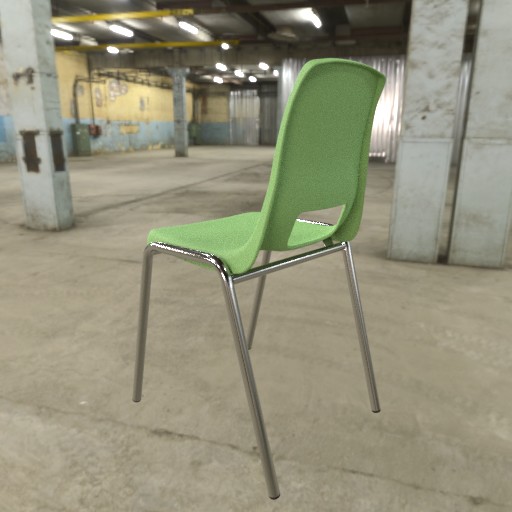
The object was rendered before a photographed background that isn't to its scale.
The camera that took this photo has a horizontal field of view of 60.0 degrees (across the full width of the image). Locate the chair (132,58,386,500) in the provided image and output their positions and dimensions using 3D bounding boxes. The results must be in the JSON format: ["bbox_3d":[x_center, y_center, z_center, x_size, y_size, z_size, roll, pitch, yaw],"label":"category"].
[{"bbox_3d":[0.000,0.000,0.914,0.436,0.704,0.381,15,21,42],"label":"chair"}]
